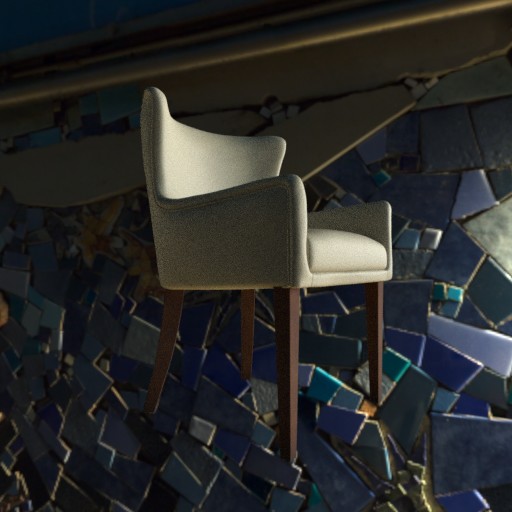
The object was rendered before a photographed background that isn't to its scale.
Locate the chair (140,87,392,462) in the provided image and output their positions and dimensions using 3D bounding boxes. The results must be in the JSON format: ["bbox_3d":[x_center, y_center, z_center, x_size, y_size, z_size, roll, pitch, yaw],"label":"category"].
[{"bbox_3d":[0.000,0.000,1.405,0.686,0.952,0.660,-1,-1,37],"label":"chair"}]
